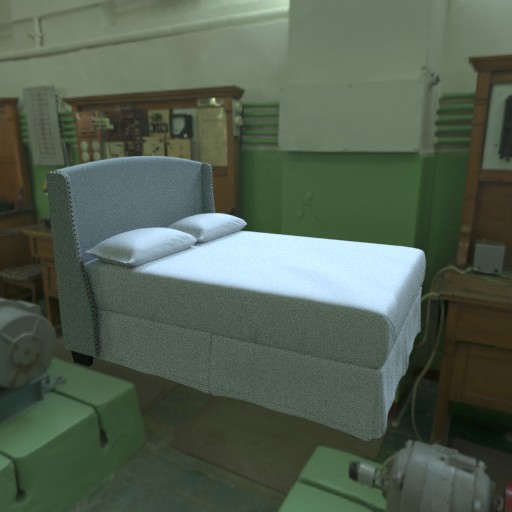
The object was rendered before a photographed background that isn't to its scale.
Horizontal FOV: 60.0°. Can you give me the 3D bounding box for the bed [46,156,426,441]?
[{"bbox_3d":[0.000,0.000,3.258,2.237,1.407,1.710,7,16,26],"label":"bed"}]
